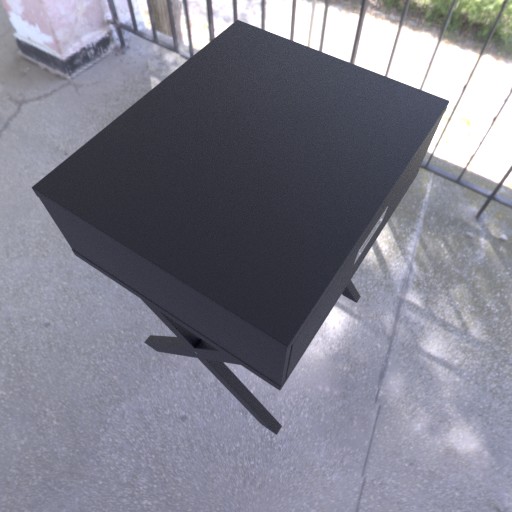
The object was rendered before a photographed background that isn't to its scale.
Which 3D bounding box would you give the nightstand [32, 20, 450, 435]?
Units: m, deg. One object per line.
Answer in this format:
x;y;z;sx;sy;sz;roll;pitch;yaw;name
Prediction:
0.000;0.000;0.901;0.402;0.623;0.479;30;62;17;nightstand
